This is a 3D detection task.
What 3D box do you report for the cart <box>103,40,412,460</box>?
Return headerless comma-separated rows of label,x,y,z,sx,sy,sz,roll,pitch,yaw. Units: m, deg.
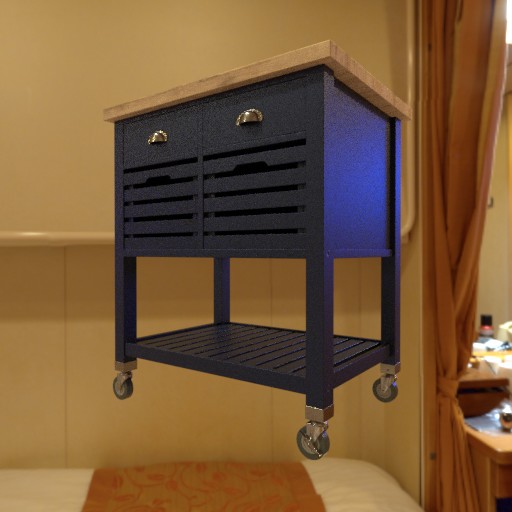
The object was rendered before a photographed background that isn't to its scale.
cart,0.000,0.000,1.400,0.797,0.920,0.567,0,1,36
